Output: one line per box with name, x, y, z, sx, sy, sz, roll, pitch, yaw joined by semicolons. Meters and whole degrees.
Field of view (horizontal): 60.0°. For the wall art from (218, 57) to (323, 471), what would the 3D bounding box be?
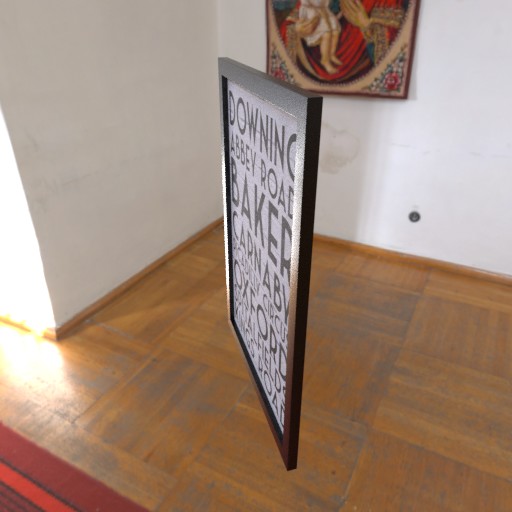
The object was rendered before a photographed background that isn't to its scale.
wall art;0.000;0.000;0.558;0.013;0.432;0.304;-8;30;-15
